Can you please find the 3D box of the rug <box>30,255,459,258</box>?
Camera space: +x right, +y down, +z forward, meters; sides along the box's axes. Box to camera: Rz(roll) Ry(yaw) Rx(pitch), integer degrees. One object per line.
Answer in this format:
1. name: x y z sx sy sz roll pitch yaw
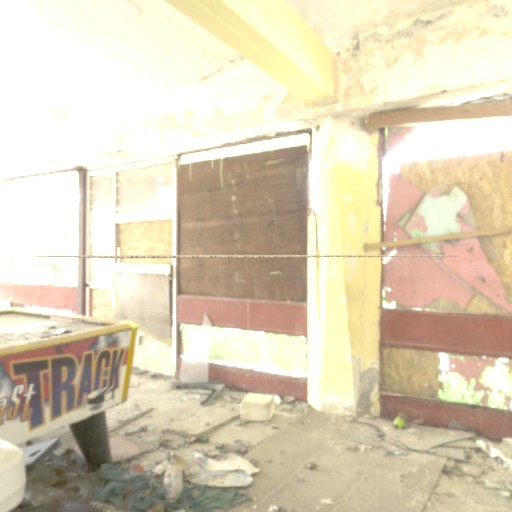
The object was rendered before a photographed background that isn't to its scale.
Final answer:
1. rug: 0.000 0.000 2.992 2.464 0.010 1.549 0 0 -38
